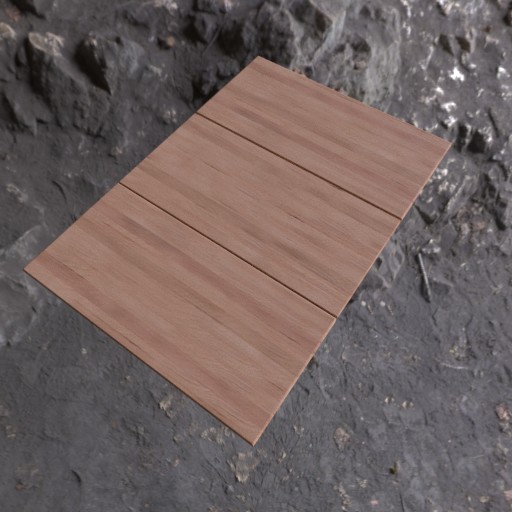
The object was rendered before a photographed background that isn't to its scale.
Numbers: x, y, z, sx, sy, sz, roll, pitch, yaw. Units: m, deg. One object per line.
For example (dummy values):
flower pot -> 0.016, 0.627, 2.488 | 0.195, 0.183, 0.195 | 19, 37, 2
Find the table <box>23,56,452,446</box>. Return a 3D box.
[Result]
table -> 0.000, 0.000, 1.873 | 0.900, 0.770, 1.300 | 31, 65, 17
